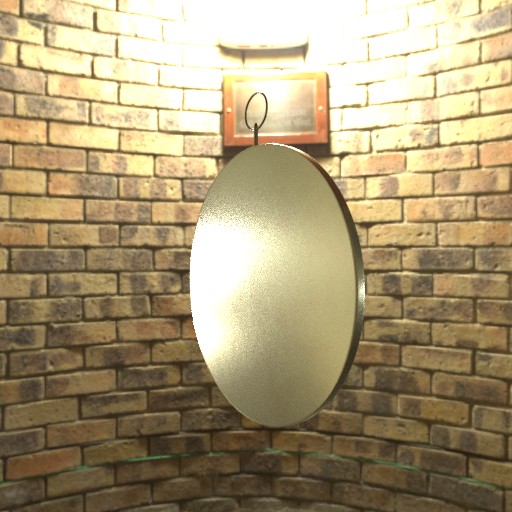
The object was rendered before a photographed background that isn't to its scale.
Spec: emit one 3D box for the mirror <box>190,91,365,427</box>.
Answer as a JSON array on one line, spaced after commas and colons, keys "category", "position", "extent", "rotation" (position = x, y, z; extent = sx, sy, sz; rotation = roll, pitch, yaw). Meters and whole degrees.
[{"category": "mirror", "position": [0.000, 0.000, 0.965], "extent": [0.020, 0.713, 0.594], "rotation": [0, 0, -35]}]
